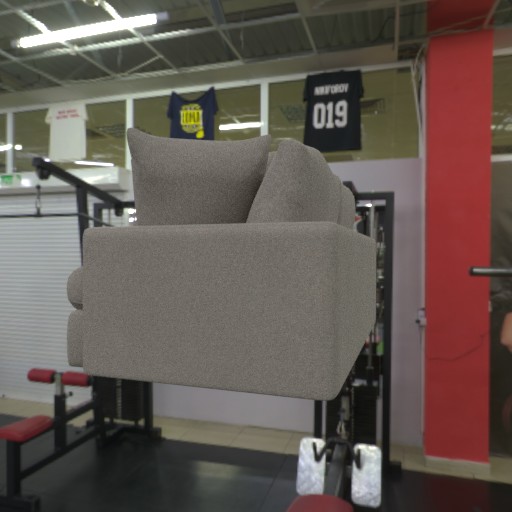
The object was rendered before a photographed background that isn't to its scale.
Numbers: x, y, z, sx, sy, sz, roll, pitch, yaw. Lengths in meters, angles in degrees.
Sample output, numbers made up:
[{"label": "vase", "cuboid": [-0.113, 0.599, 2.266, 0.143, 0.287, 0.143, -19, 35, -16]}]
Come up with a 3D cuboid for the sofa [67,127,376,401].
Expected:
[{"label": "sofa", "cuboid": [0.000, 0.000, 2.571, 1.228, 1.080, 1.869, 0, 0, 19]}]
